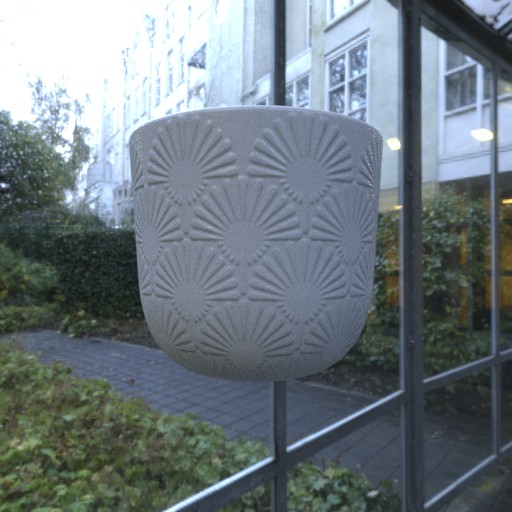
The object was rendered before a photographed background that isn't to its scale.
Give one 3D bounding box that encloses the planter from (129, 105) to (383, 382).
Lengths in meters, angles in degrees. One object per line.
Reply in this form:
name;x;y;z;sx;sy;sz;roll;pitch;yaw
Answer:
planter;0.000;0.000;0.306;0.170;0.152;0.170;0;0;0
